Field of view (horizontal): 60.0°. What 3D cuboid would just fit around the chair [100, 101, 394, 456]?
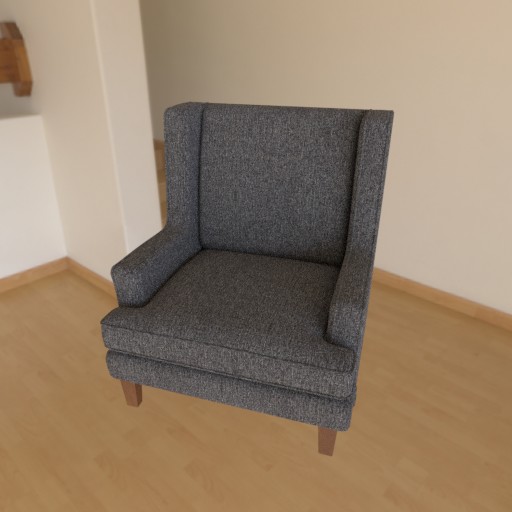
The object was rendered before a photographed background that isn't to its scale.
[{"bbox_3d":[0.000,0.000,1.820,0.942,1.082,0.927,8,27,15],"label":"chair"}]
